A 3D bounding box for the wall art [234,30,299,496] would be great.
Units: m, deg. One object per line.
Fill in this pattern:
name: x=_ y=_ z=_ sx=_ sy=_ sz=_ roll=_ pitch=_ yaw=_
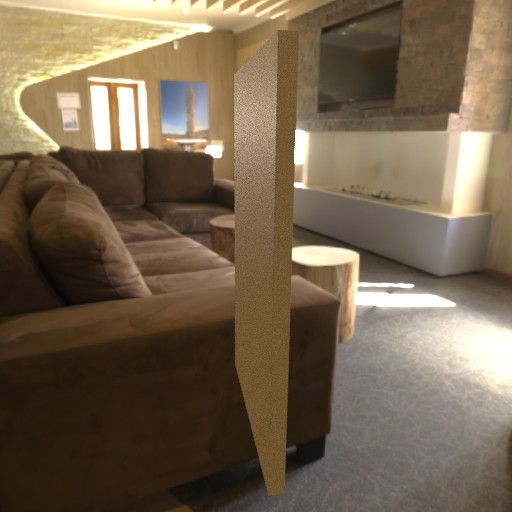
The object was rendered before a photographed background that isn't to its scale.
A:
wall art: x=0.000 y=0.000 z=0.983 sx=0.039 sy=0.810 sz=0.510 roll=-3 pitch=16 yaw=-9
